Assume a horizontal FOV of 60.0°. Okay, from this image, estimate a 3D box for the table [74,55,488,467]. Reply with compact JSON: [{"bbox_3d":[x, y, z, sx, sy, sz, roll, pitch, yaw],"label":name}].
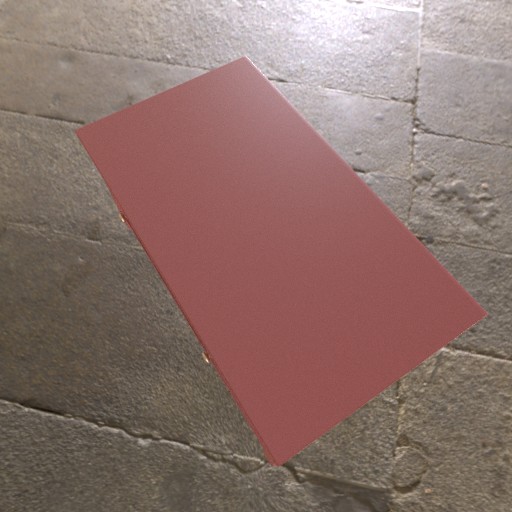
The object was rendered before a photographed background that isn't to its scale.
[{"bbox_3d":[0.000,0.000,1.392,0.612,0.493,1.068,-30,66,-14],"label":"table"}]
